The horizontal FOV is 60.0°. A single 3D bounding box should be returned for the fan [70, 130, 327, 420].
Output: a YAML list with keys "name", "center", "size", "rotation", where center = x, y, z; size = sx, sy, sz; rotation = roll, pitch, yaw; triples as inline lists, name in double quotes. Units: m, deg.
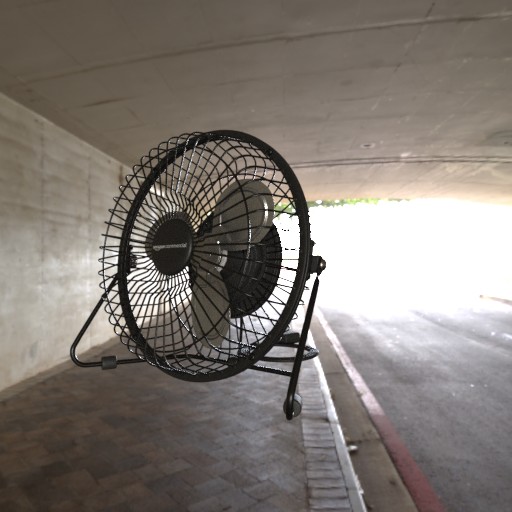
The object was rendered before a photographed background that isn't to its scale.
- name: "fan"
  center: [0.000, 0.000, 0.383]
  size: [0.209, 0.188, 0.227]
  rotation: [0, 0, 36]
